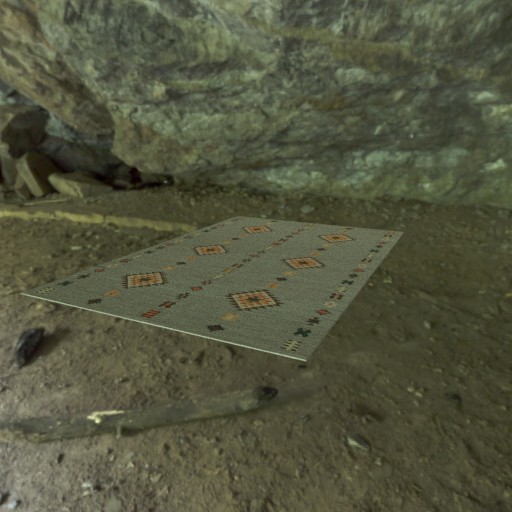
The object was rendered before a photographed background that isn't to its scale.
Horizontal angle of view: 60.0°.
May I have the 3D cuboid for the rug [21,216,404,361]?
[{"bbox_3d":[0.000,0.000,2.308,1.217,0.005,1.818,8,18,25],"label":"rug"}]
